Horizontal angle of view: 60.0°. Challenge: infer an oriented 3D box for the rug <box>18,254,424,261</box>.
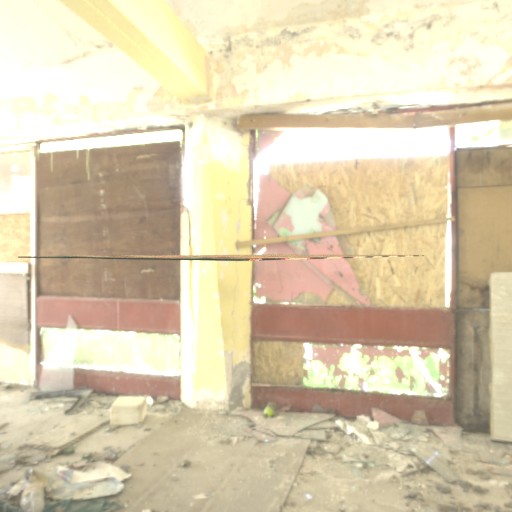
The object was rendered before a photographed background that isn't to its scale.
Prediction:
[{"bbox_3d":[0.000,0.000,2.895,1.522,0.010,2.311,0,1,36],"label":"rug"}]
